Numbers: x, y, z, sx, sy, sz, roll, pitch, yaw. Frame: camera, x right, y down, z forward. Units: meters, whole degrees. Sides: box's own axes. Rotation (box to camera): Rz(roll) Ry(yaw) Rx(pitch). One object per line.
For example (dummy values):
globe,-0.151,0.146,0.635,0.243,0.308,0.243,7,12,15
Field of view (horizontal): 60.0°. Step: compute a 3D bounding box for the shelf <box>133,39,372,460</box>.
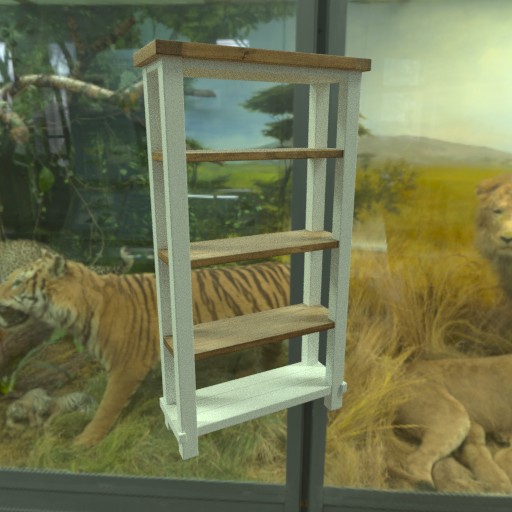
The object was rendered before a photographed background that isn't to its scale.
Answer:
shelf,0.000,0.000,2.264,1.022,1.878,0.381,-8,17,-26
